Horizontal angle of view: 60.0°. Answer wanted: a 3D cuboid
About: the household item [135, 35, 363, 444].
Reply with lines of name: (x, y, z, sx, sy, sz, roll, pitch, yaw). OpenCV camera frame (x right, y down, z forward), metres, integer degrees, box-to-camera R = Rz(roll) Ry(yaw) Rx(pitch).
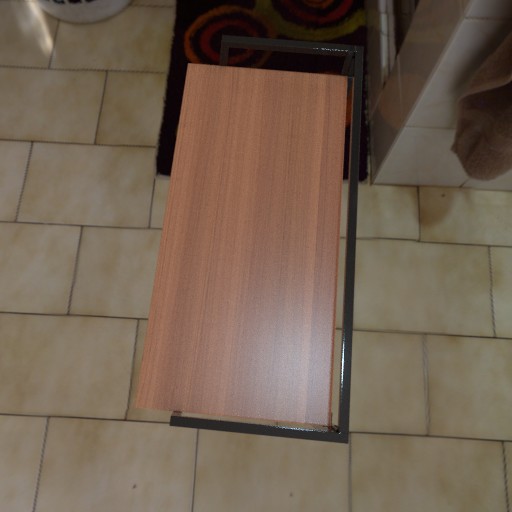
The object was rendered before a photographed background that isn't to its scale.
household item: (0.000, 0.000, 1.533, 0.510, 0.860, 1.050, 5, 75, 1)
